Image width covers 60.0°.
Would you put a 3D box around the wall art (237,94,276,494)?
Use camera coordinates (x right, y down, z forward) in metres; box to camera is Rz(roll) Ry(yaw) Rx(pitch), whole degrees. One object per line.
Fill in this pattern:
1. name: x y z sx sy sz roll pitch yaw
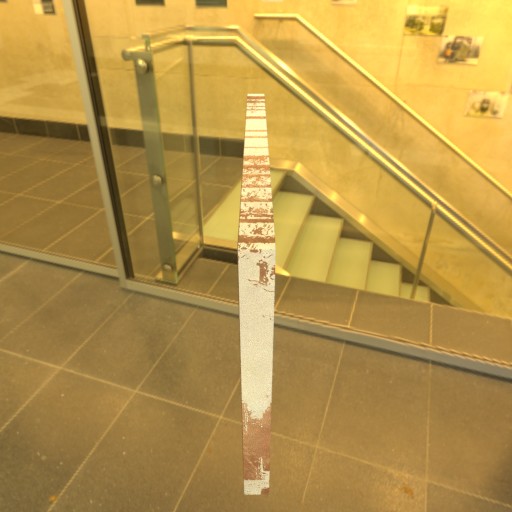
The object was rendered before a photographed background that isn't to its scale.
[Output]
1. wall art: 0.000 0.000 0.769 0.035 0.405 0.609 0 33 0
